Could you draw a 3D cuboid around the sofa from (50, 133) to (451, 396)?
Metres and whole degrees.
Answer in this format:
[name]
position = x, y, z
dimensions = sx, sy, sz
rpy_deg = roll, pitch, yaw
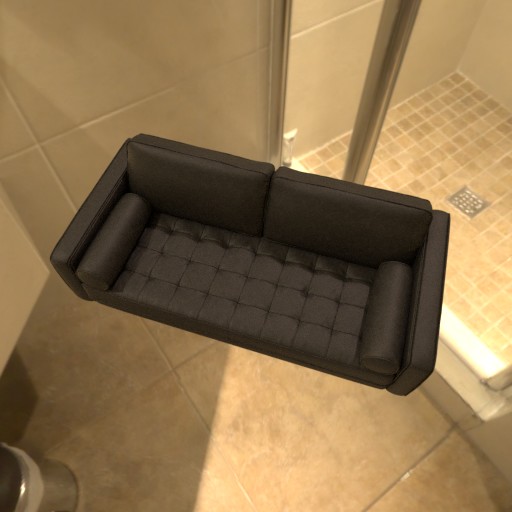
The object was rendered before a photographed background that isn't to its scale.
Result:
[sofa]
position = 0.000, 0.000, 2.382
dimensions = 1.879, 0.770, 0.921
rpy_deg = 15, 59, 9
